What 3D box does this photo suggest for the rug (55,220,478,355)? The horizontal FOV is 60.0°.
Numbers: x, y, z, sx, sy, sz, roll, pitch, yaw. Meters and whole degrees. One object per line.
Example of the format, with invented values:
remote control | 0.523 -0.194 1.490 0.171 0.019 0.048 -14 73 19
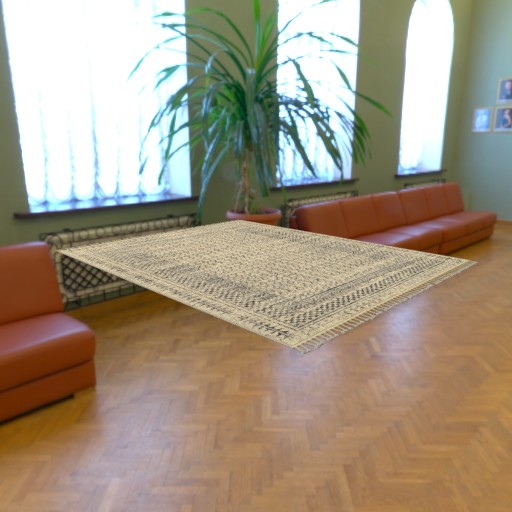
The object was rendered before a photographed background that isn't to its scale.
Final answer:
rug | 0.000 0.000 3.863 2.940 0.013 2.312 14 20 43
